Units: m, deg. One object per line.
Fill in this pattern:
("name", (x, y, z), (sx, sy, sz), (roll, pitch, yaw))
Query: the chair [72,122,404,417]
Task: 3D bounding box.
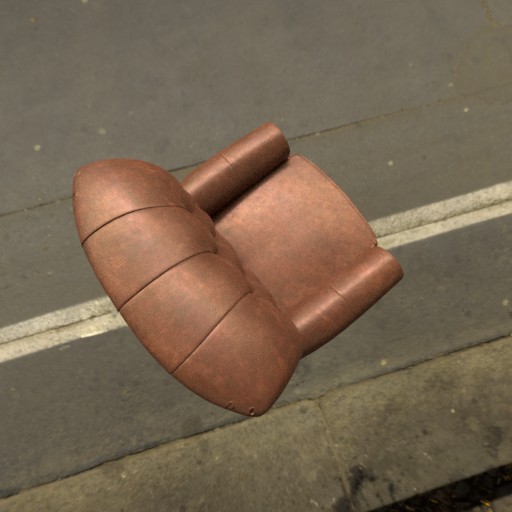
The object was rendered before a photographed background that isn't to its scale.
("chair", (0.000, 0.000, 1.907), (1.031, 1.162, 0.979), (-37, 78, -9))
